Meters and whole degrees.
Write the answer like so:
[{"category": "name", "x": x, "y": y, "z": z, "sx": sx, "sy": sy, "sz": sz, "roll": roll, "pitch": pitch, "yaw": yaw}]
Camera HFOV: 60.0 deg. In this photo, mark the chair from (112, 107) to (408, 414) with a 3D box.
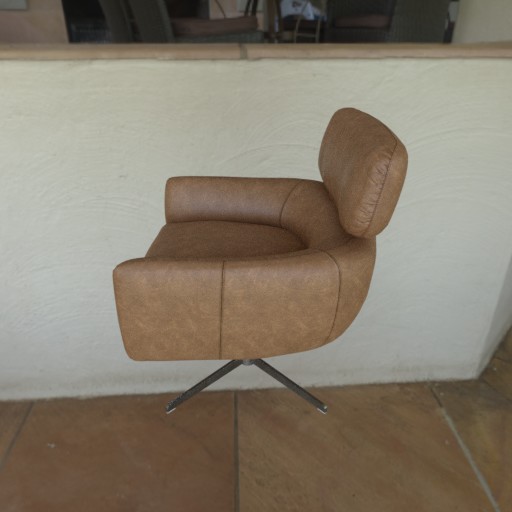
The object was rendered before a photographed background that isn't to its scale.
[{"category": "chair", "x": 0.000, "y": 0.000, "z": 1.348, "sx": 0.715, "sy": 0.812, "sz": 0.706, "roll": 0, "pitch": 27, "yaw": 0}]
